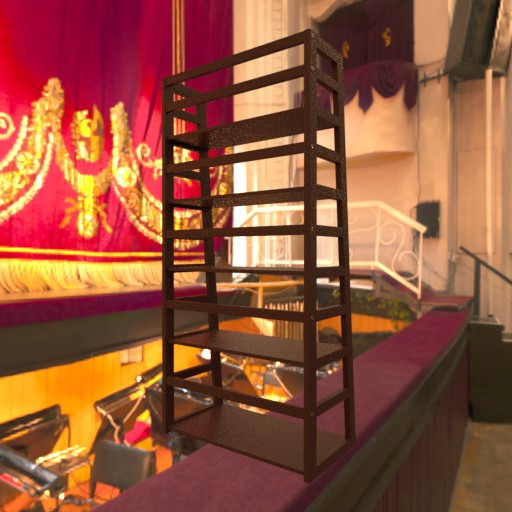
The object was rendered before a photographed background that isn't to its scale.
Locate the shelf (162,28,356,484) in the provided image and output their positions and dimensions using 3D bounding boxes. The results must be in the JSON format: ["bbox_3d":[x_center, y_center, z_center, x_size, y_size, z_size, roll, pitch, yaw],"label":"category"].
[{"bbox_3d":[0.000,0.000,1.941,0.763,1.600,0.403,0,1,36],"label":"shelf"}]
